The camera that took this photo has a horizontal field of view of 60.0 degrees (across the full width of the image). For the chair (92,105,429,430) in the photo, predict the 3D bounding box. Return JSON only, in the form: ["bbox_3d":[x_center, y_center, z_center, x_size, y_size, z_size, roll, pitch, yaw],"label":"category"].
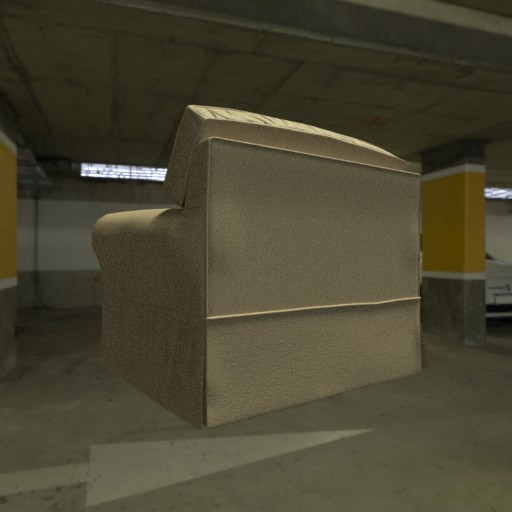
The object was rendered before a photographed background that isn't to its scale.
[{"bbox_3d":[0.000,0.000,1.820,1.096,0.937,0.903,0,0,-36],"label":"chair"}]
